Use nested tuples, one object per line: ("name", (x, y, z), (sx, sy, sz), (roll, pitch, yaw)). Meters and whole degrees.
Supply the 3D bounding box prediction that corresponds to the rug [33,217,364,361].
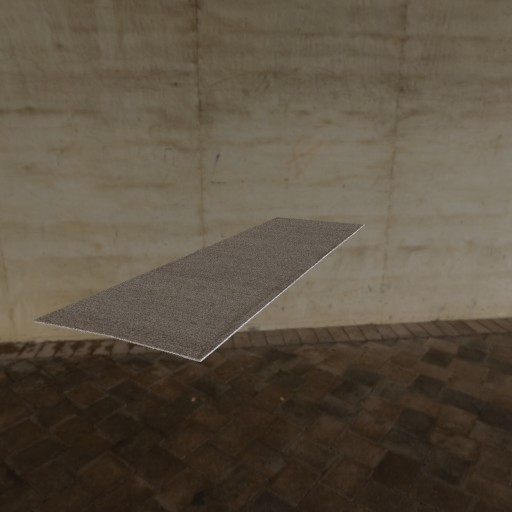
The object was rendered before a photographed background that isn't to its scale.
("rug", (0.000, 0.000, 2.563), (0.741, 0.014, 2.390), (7, 17, 25))
